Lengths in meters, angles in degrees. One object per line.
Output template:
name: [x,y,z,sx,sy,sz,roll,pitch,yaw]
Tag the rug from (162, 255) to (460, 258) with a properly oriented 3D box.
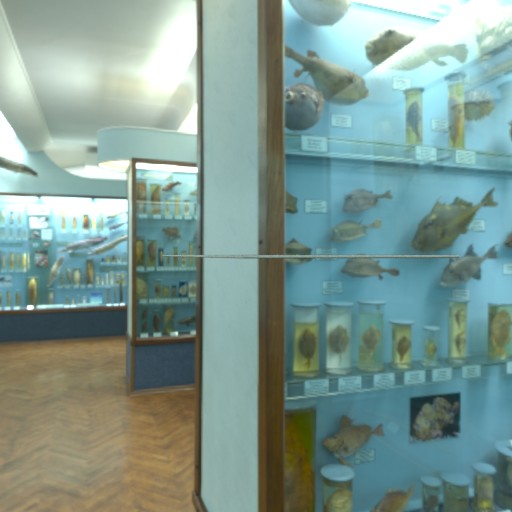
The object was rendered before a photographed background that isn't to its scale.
rug: [0.000,0.000,2.700,0.864,0.012,2.388,0,0,-18]
